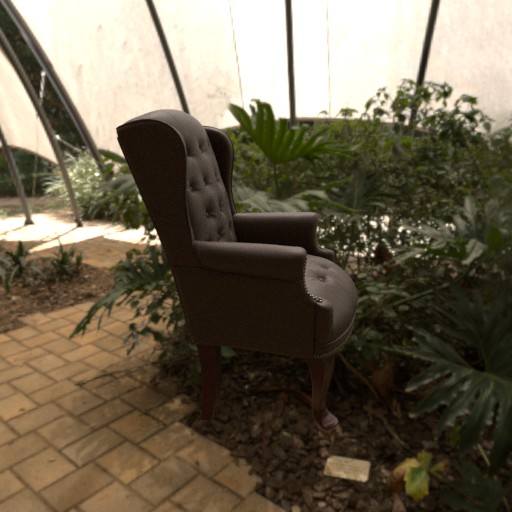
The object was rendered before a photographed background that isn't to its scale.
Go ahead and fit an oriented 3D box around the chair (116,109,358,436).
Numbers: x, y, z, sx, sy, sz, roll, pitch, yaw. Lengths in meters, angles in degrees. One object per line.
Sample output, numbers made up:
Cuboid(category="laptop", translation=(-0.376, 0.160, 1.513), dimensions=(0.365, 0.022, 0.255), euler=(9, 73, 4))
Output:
Cuboid(category="chair", translation=(0.000, 0.000, 1.787), dimensions=(0.819, 1.132, 0.829), euler=(3, 14, 10))
